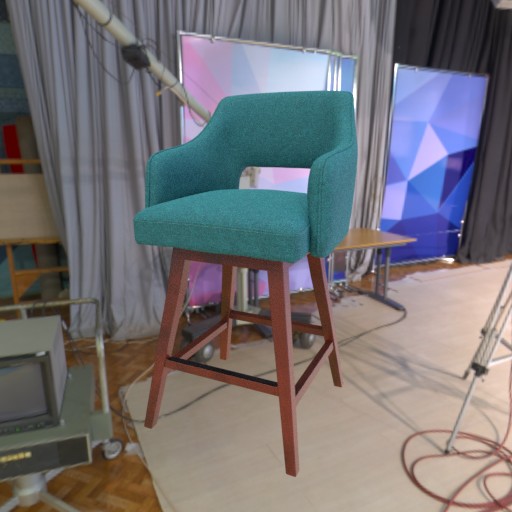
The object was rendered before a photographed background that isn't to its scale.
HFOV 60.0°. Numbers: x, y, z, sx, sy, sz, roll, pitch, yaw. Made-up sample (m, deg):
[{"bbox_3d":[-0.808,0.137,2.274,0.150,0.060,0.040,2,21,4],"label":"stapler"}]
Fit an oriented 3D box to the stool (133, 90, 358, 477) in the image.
[{"bbox_3d":[0.000,0.000,1.315,0.548,0.961,0.556,7,17,24],"label":"stool"}]
